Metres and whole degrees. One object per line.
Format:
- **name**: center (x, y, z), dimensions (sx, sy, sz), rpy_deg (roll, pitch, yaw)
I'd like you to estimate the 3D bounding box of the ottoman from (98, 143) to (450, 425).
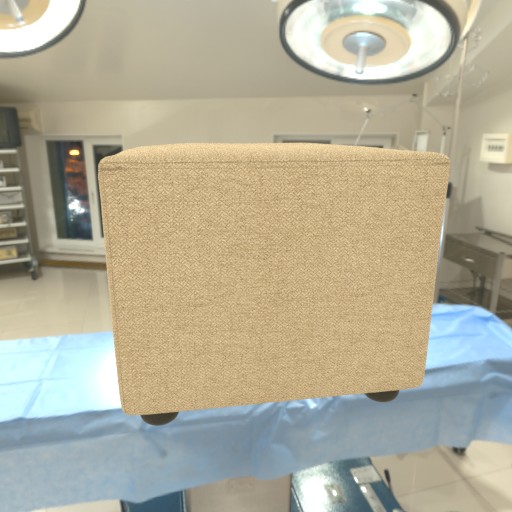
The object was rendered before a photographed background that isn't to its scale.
- **ottoman**: center (0.000, 0.000, 0.882), dimensions (0.508, 0.432, 0.508), rpy_deg (-3, 16, -9)
